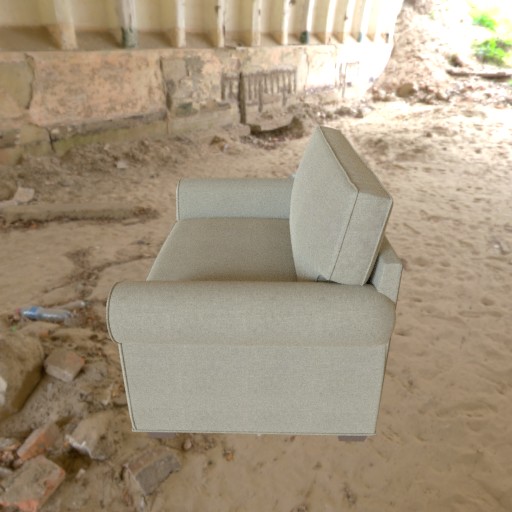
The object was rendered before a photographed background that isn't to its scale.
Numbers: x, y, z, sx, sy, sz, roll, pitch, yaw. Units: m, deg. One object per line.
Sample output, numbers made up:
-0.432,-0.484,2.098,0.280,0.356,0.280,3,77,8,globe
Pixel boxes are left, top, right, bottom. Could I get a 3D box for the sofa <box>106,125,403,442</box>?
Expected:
0.000,0.000,2.036,0.936,0.991,1.405,1,26,1,sofa
